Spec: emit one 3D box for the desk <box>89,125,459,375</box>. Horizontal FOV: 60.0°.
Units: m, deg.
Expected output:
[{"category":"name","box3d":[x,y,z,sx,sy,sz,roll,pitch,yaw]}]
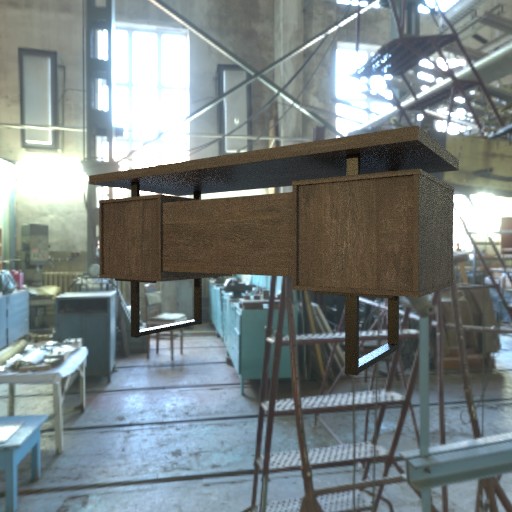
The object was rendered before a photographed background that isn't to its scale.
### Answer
[{"category":"desk","box3d":[0.000,0.000,1.935,1.524,0.760,0.600,1,1,35]}]
